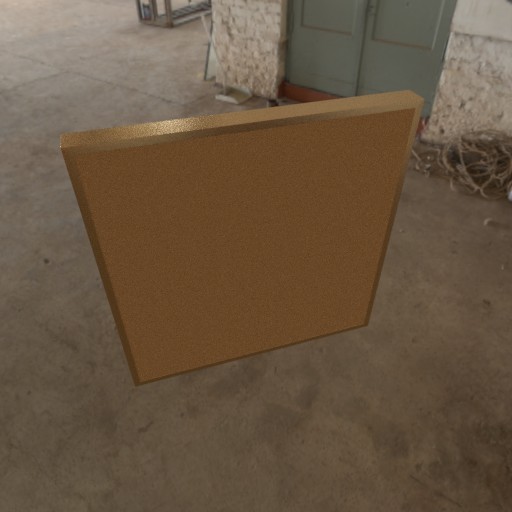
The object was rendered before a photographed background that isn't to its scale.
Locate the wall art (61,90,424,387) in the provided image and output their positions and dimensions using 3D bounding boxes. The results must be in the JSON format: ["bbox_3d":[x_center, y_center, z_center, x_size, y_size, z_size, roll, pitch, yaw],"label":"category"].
[{"bbox_3d":[0.000,0.000,0.774,0.509,0.509,0.040,-12,42,-13],"label":"wall art"}]
